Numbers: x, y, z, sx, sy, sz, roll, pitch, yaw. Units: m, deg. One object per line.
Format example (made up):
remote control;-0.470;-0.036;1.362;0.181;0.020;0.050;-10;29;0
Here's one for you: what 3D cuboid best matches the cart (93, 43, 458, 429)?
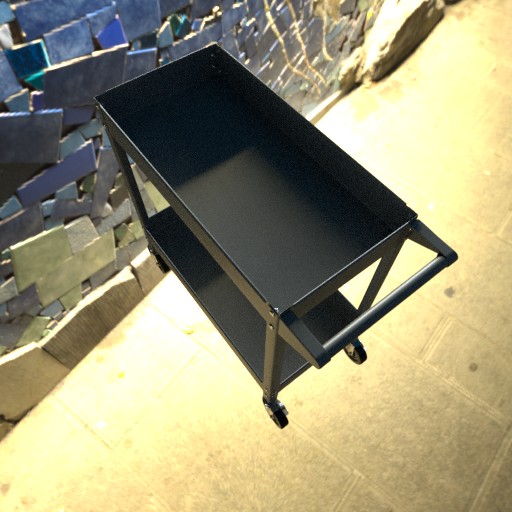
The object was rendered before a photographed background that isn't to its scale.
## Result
cart;0.000;0.000;1.195;0.366;0.719;0.779;-33;64;-18
